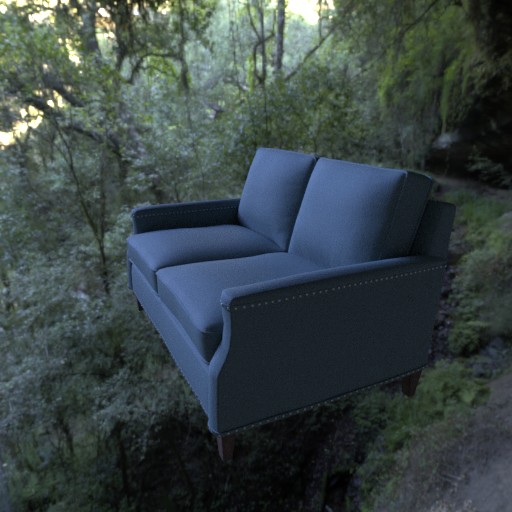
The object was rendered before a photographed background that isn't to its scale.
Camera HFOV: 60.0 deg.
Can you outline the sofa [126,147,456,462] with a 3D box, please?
[{"bbox_3d":[0.000,0.000,2.293,1.084,1.003,1.597,-8,20,-25],"label":"sofa"}]
